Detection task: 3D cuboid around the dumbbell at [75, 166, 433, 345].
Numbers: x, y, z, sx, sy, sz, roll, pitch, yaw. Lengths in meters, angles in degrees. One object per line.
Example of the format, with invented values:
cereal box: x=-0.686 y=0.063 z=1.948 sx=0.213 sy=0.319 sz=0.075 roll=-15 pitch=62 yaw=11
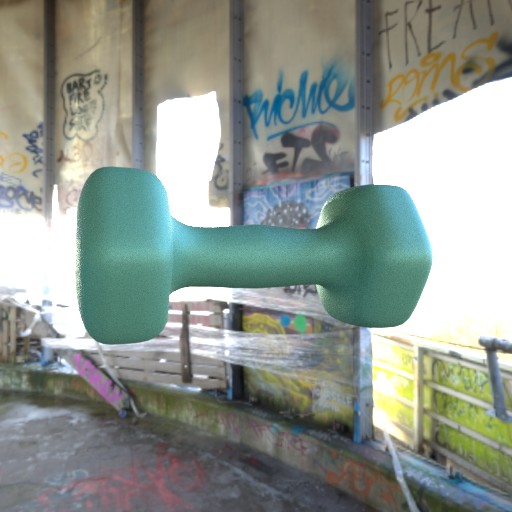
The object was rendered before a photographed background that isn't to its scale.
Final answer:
dumbbell: x=0.000 y=0.000 z=0.343 sx=0.260 sy=0.117 sz=0.129 roll=0 pitch=0 yaw=-19
